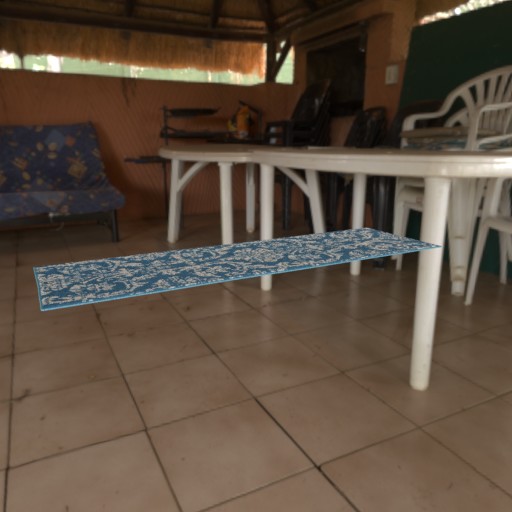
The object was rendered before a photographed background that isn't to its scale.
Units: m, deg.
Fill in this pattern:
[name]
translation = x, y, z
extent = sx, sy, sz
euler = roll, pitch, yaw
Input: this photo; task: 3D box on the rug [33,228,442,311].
[rug]
translation = 0.000, 0.000, 2.458
extent = 2.196, 0.011, 0.662
euler = -8, 17, -27
